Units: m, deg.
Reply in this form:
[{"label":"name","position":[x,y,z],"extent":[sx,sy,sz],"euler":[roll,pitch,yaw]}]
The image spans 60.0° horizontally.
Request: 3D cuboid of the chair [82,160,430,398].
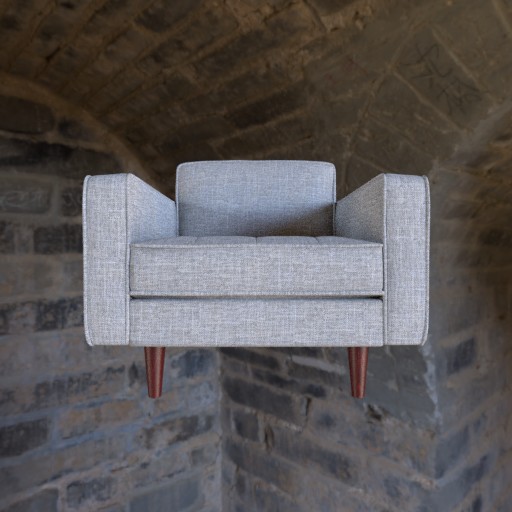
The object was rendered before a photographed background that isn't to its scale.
[{"label":"chair","position":[0.000,0.000,1.541],"extent":[0.889,0.765,0.914],"euler":[0,0,0]}]
